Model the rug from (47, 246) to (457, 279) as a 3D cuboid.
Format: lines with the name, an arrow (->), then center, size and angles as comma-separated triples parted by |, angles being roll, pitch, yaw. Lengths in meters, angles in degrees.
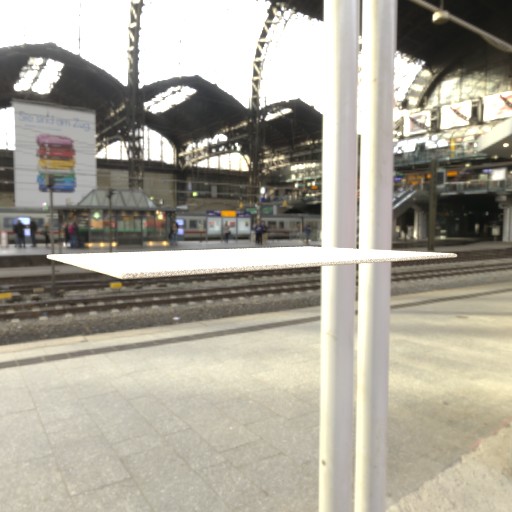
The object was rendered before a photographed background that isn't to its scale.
rug -> 0.000, 0.000, 3.516 | 2.743, 0.030, 1.778 | -2, 4, -35
